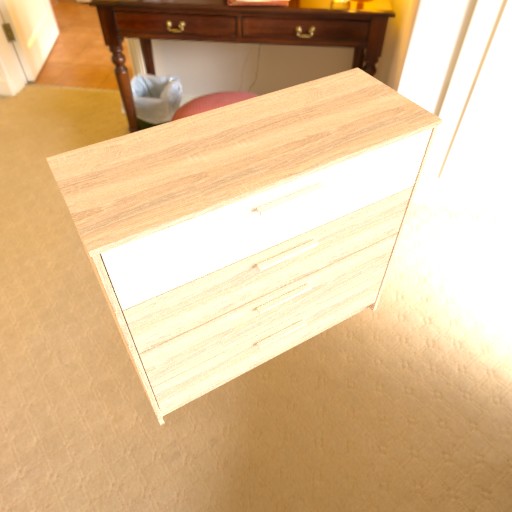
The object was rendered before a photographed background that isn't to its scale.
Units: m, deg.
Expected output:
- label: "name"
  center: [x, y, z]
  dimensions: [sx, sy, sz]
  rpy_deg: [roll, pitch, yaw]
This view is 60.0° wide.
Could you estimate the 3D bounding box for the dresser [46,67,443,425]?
- label: "dresser"
  center: [0.000, 0.000, 1.482]
  dimensions: [0.980, 0.900, 0.380]
  rpy_deg: [-23, 52, -20]
